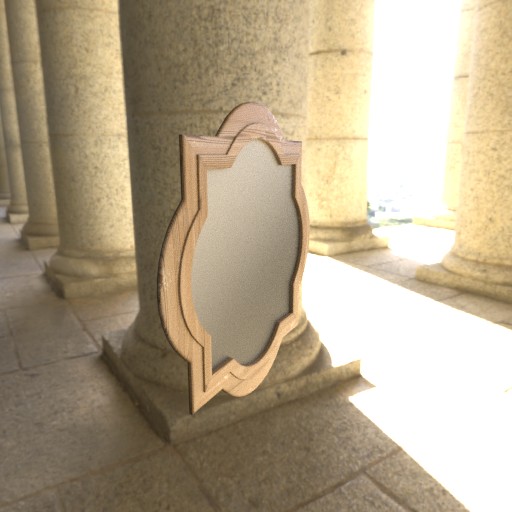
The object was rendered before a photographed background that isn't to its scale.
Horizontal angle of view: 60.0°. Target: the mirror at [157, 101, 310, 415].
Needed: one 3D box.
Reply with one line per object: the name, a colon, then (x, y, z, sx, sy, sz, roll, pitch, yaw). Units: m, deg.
mirror: (0.000, 0.000, 1.066, 0.019, 0.686, 0.686, 7, 15, 27)
